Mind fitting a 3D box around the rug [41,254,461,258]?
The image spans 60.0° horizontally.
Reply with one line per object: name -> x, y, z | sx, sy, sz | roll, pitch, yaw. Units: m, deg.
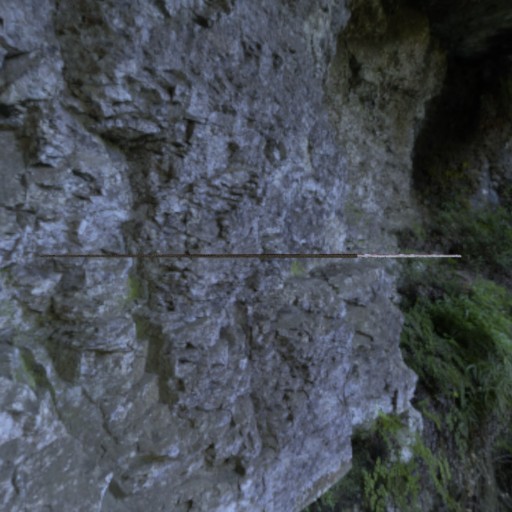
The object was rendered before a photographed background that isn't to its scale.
rug -> 0.000, 0.000, 4.119 | 3.049, 0.021, 2.466 | 0, 0, 36
